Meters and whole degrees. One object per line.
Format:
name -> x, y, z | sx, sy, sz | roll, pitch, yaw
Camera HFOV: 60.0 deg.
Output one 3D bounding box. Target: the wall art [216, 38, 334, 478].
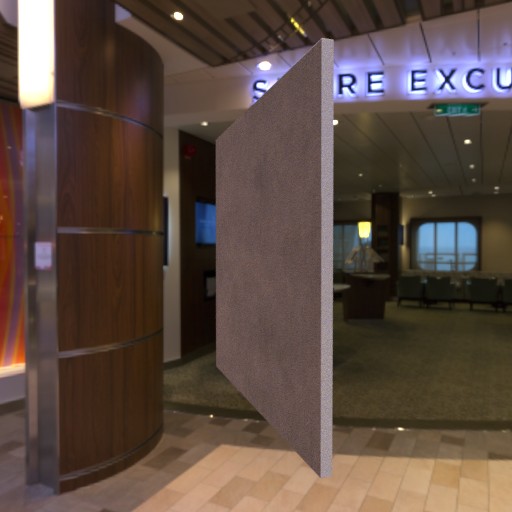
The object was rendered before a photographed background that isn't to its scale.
wall art -> 0.000, 0.000, 0.982 | 0.020, 0.661, 0.664 | 0, 1, -19
